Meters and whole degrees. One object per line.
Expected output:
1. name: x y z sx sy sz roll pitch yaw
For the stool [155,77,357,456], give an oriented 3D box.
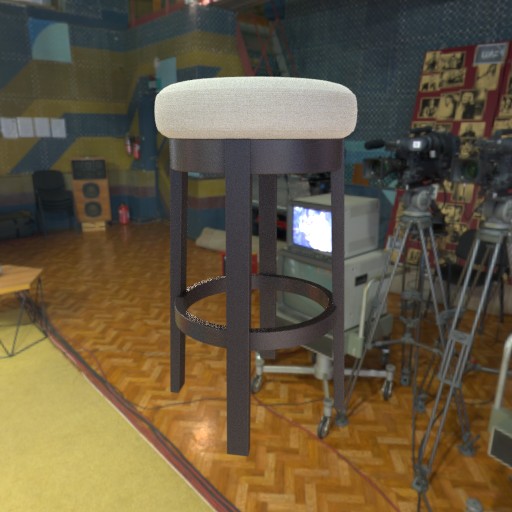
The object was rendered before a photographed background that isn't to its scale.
1. stool: 0.000 0.000 1.043 0.446 0.758 0.446 0 15 0
